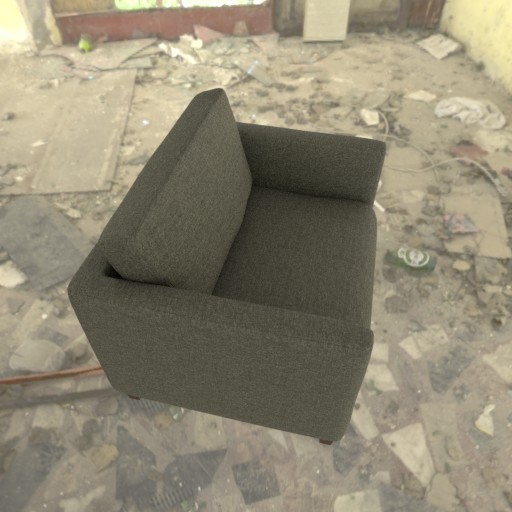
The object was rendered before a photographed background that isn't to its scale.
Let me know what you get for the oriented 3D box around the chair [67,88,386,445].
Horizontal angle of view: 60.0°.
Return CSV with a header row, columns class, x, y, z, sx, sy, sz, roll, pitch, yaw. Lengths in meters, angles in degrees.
class,x,y,z,sx,sy,sz,roll,pitch,yaw
chair,0.000,0.000,1.806,0.959,0.963,1.107,10,47,9
